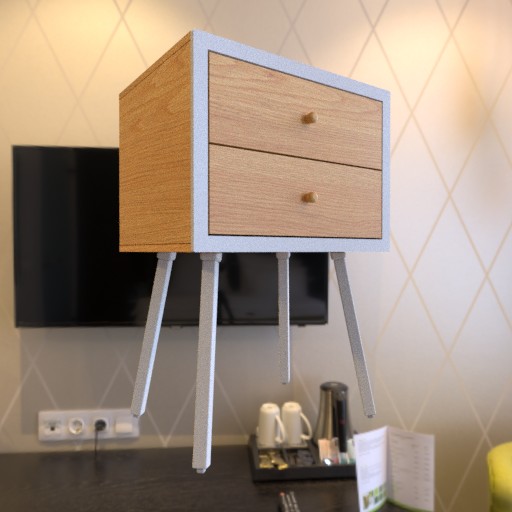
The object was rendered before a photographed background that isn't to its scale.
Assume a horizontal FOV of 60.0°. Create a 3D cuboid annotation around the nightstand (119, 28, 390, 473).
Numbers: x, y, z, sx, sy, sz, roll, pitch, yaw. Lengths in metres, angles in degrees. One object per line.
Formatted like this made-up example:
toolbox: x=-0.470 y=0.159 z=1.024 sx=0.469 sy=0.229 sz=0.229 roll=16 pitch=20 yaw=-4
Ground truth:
nightstand: x=0.000 y=0.000 z=0.813 sx=0.400 sy=0.601 sz=0.316 roll=-1 pitch=1 yaw=-35
